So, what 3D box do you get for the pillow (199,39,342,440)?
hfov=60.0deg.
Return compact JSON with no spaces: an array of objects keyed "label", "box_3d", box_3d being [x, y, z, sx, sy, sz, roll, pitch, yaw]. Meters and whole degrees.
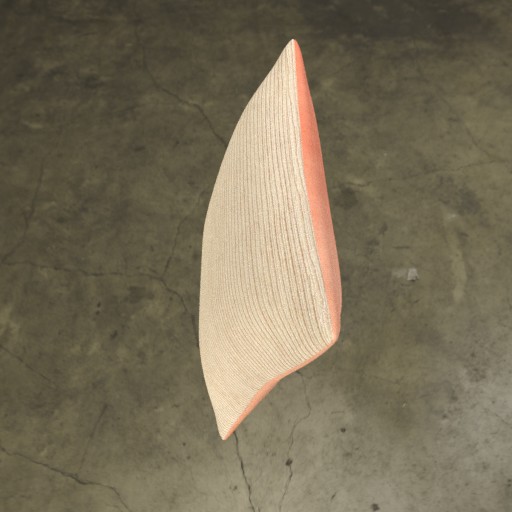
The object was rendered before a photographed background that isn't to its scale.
[{"label":"pillow","box_3d":[0.000,0.000,0.635,0.177,0.401,0.424,-1,57,-1]}]
